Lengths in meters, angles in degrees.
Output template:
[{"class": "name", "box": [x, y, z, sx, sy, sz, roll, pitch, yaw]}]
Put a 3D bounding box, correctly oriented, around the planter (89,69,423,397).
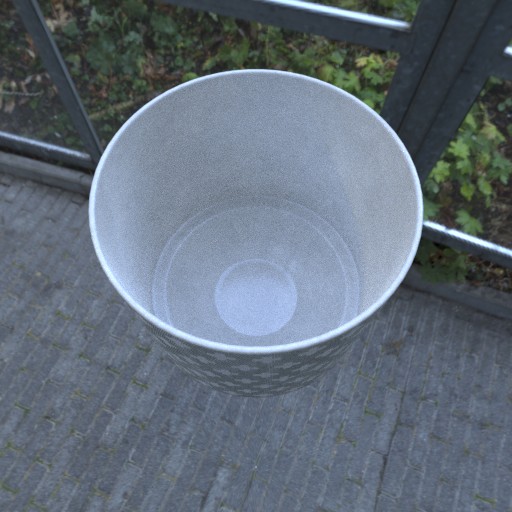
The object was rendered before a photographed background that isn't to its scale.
[{"class": "planter", "box": [0.000, 0.000, 0.442, 0.250, 0.239, 0.250, 0, 65, 0]}]
